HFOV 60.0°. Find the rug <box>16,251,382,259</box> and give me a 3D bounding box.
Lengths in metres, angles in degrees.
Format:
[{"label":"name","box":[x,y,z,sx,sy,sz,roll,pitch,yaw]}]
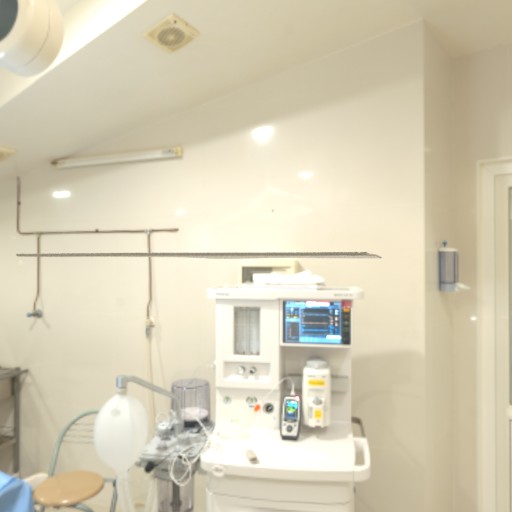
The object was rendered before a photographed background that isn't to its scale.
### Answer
[{"label":"rug","box":[0.000,0.000,2.192,1.162,0.022,1.804,0,-1,17]}]
